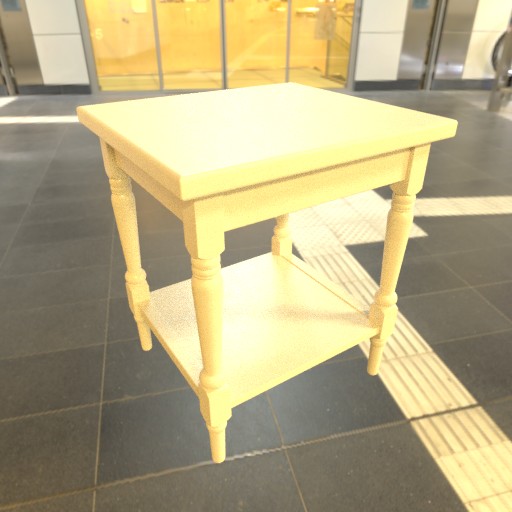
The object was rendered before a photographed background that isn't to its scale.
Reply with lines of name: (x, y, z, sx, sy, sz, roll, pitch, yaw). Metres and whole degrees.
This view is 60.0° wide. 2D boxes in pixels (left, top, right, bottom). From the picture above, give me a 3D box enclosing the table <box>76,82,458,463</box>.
table: (0.000, 0.000, 0.896, 0.488, 0.565, 0.442, -18, 35, -28)
